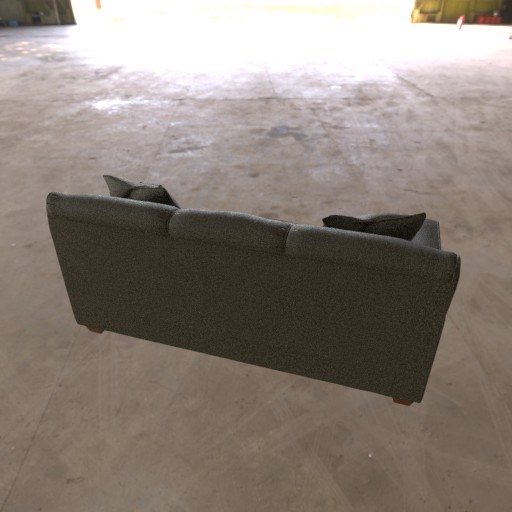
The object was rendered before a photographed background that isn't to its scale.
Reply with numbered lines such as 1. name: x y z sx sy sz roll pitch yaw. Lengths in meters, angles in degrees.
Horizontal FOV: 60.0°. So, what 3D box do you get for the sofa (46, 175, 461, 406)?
1. sofa: 0.000 0.000 2.622 2.024 0.958 0.997 9 33 15
